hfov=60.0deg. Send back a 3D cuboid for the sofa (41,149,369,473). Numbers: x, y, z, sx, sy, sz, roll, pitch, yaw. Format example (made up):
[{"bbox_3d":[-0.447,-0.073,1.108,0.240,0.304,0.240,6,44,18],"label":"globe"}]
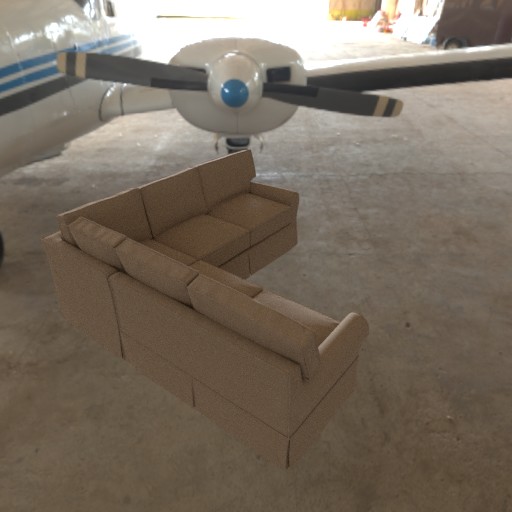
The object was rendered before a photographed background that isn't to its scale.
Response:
[{"bbox_3d":[0.000,0.000,4.257,2.730,1.124,2.733,21,36,32],"label":"sofa"}]
